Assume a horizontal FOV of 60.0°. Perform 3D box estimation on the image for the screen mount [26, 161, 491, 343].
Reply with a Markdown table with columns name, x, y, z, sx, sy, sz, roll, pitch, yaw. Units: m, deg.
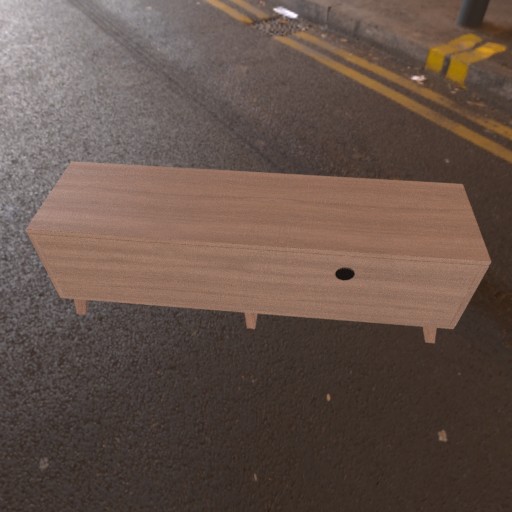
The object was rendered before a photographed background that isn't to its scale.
| name | x | y | z | sx | sy | sz | roll | pitch | yaw |
| --- | --- | --- | --- | --- | --- | --- | --- | --- | --- |
| screen mount | 0.000 | 0.000 | 1.738 | 1.500 | 0.509 | 0.401 | 4 | 46 | 4 |
